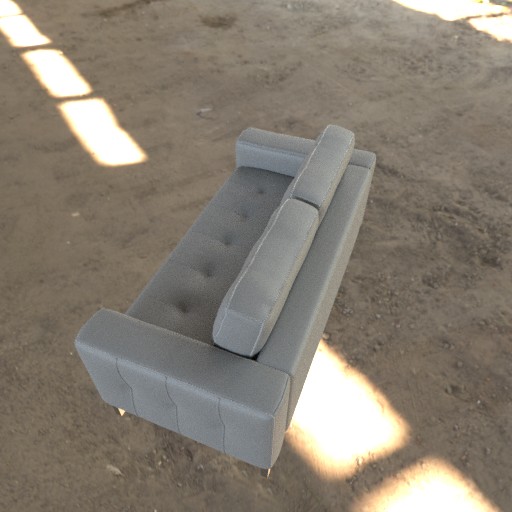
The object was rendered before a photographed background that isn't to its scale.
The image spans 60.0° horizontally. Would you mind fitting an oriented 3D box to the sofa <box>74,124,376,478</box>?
[{"bbox_3d":[0.000,0.000,2.227,0.833,0.892,1.726,16,48,15],"label":"sofa"}]
